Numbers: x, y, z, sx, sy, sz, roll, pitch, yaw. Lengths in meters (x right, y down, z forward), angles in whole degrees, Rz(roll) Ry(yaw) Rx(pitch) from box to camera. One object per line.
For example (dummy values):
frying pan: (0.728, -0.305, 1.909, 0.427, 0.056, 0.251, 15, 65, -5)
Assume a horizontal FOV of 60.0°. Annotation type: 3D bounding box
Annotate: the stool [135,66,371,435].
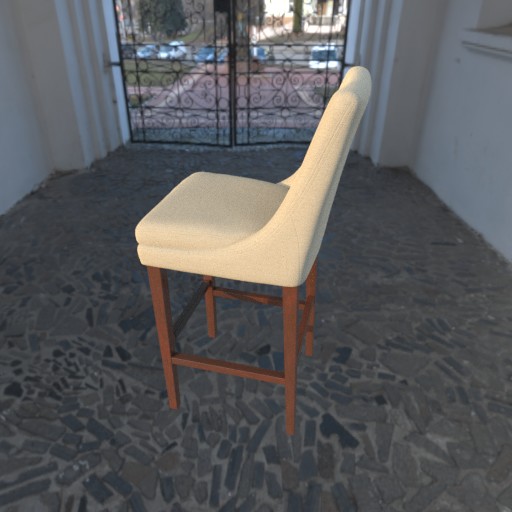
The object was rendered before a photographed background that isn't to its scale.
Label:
stool: (0.000, 0.000, 1.395, 0.577, 1.078, 0.470, 8, 31, 13)
